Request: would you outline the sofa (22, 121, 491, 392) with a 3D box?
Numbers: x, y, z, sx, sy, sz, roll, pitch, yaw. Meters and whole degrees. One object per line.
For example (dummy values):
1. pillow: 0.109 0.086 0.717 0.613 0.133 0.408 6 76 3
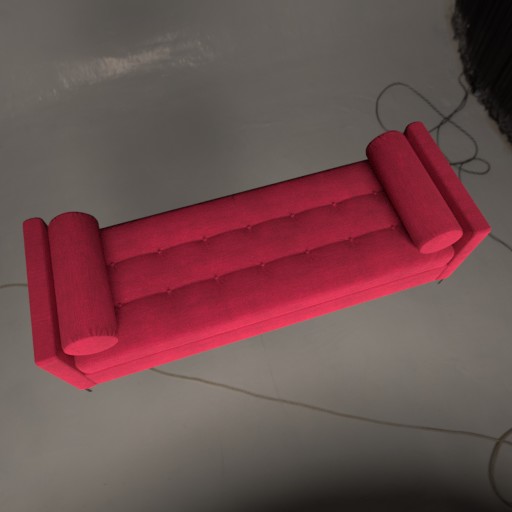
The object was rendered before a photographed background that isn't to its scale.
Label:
1. sofa: 0.000 0.000 2.229 1.981 0.635 0.686 -16 64 -8
